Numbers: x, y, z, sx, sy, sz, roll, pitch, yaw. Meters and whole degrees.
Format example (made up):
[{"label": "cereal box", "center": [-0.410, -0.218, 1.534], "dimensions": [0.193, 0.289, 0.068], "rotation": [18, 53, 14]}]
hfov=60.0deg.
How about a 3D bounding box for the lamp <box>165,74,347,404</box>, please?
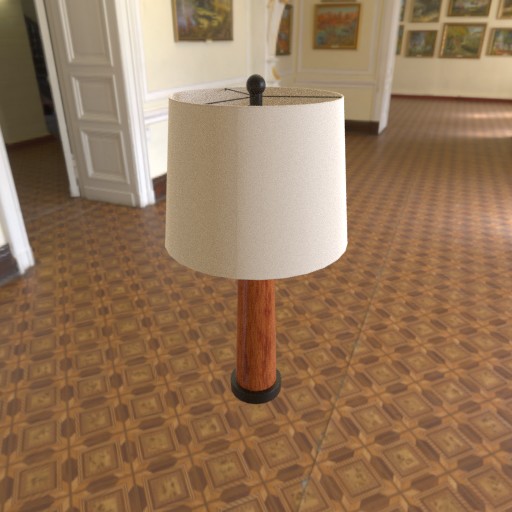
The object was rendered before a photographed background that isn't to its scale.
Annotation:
[{"label": "lamp", "center": [0.000, 0.000, 0.878], "dimensions": [0.349, 0.667, 0.349], "rotation": [0, 26, 0]}]
